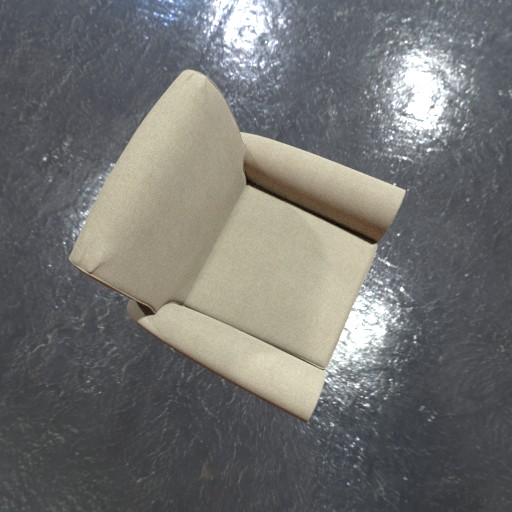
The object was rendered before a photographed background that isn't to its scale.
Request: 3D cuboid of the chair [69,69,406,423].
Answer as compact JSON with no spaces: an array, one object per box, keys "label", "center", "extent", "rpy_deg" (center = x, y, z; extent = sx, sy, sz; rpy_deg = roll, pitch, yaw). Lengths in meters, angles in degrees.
[{"label":"chair","center":[0.000,0.000,1.787],"extent":[0.905,1.061,0.978],"rpy_deg":[25,76,6]}]
